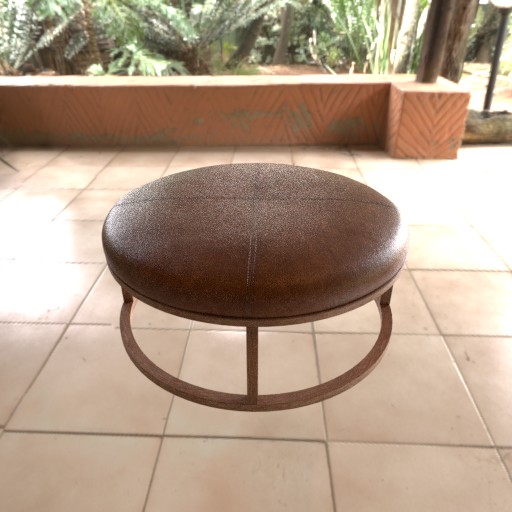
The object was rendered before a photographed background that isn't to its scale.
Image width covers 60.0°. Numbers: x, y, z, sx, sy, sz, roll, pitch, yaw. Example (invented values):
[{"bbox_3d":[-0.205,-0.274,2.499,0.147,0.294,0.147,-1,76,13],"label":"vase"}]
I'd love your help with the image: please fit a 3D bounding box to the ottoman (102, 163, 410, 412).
[{"bbox_3d":[0.000,0.000,1.575,1.006,0.445,1.006,0,30,0],"label":"ottoman"}]
